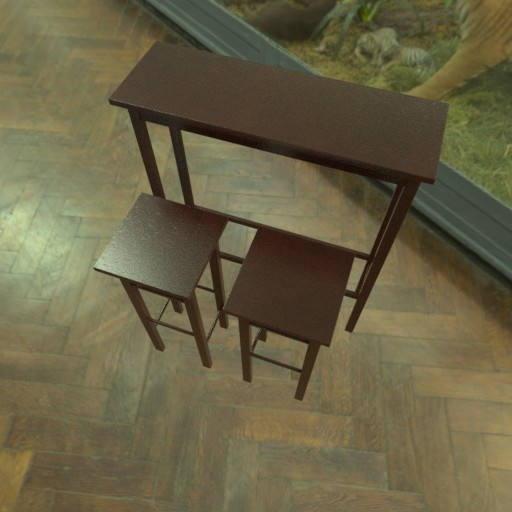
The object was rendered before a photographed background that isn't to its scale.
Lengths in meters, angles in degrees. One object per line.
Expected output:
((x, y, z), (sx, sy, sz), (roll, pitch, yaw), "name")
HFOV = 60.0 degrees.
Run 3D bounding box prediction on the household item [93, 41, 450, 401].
((0.000, 0.000, 1.603), (0.914, 1.067, 0.676), (17, 59, 10), "household item")
